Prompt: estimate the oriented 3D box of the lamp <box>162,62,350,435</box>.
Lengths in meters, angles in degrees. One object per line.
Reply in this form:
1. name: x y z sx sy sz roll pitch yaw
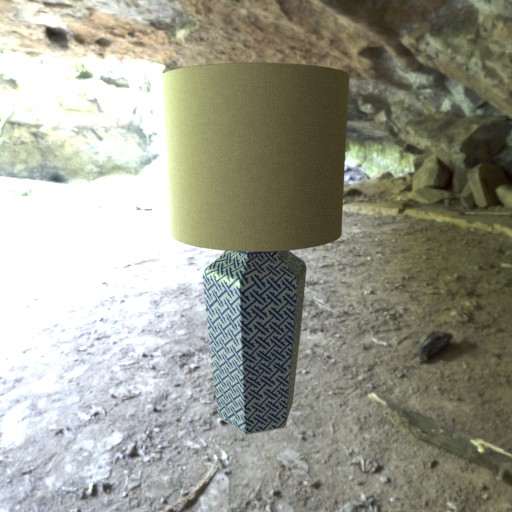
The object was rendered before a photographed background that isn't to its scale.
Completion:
1. lamp: 0.000 0.000 0.854 0.320 0.682 0.320 -3 15 -10
